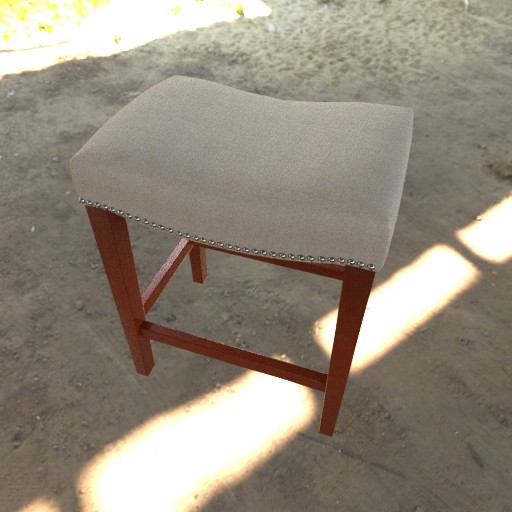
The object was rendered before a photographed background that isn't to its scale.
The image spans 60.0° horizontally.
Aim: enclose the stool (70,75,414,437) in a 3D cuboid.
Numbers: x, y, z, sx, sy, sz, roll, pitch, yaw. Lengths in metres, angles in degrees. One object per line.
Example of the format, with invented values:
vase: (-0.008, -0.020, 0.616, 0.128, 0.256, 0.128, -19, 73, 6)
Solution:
stool: (0.000, 0.000, 0.951, 0.509, 0.632, 0.375, 13, 45, 14)
